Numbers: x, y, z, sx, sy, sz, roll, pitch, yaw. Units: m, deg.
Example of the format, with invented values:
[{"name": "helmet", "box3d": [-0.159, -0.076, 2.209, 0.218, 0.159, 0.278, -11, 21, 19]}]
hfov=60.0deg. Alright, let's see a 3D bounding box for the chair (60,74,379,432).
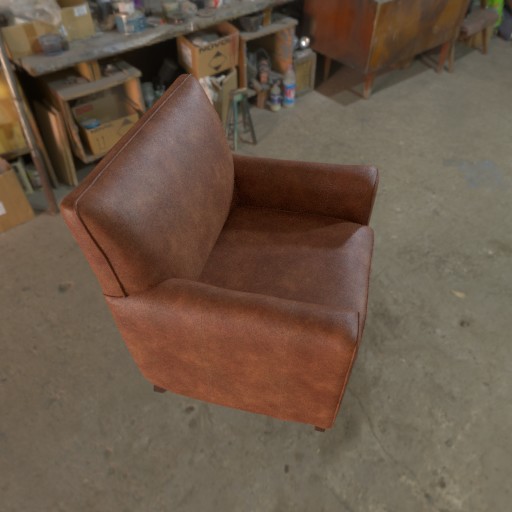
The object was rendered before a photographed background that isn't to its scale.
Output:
[{"name": "chair", "box3d": [0.000, 0.000, 1.609, 0.823, 0.943, 0.870, 10, 46, 10]}]
